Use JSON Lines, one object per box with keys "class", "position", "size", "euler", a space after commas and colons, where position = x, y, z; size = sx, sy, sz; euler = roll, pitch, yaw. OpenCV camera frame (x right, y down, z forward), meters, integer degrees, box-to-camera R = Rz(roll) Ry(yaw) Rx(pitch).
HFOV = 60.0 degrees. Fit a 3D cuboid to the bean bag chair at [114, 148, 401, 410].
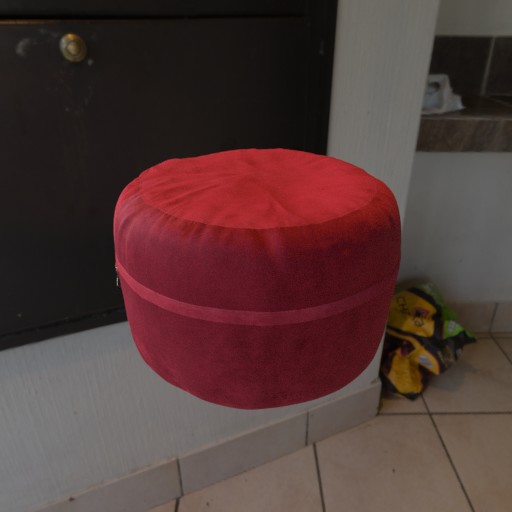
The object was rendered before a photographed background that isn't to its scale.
{"class": "bean bag chair", "position": [0.000, 0.000, 1.994], "size": [1.219, 0.762, 1.219], "euler": [0, 28, 0]}
